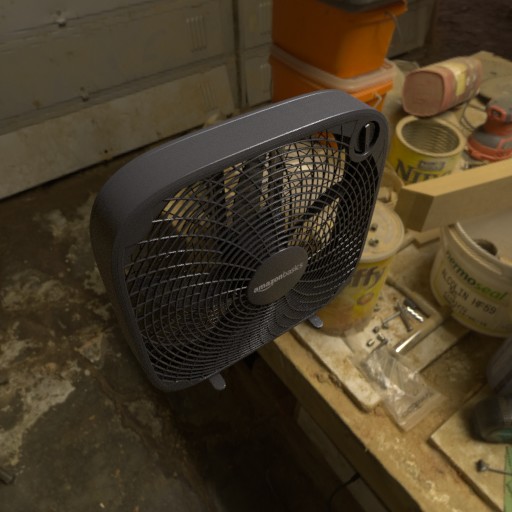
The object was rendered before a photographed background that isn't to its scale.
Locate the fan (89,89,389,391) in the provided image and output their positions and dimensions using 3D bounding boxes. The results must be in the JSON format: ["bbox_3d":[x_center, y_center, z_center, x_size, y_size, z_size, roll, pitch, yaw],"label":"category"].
[{"bbox_3d":[0.000,0.000,0.818,0.526,0.533,0.142,-27,53,-23],"label":"fan"}]
